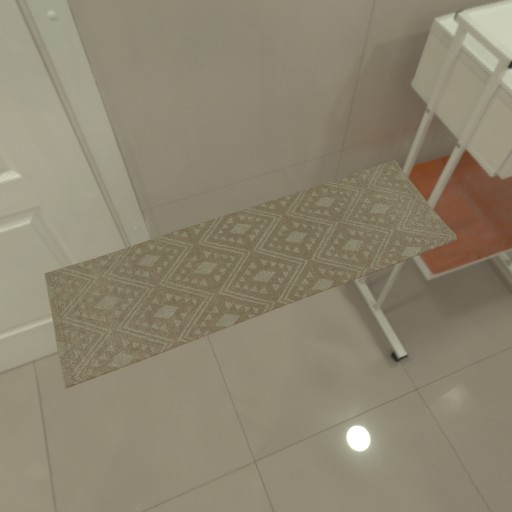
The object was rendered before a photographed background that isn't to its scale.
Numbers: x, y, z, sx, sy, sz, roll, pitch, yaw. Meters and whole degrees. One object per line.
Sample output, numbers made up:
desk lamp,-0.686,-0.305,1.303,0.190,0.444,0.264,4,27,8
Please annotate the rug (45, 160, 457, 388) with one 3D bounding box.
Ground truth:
rug,0.000,0.000,2.734,2.452,0.051,0.752,-19,59,-12
